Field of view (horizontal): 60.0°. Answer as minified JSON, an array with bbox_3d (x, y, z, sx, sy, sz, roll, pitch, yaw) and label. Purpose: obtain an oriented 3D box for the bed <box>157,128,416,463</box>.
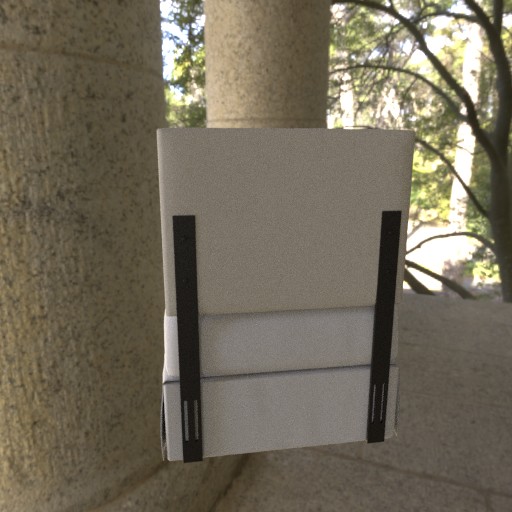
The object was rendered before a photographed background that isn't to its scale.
[{"bbox_3d":[0.000,0.000,2.998,1.261,1.571,1.997,-2,13,-9],"label":"bed"}]
